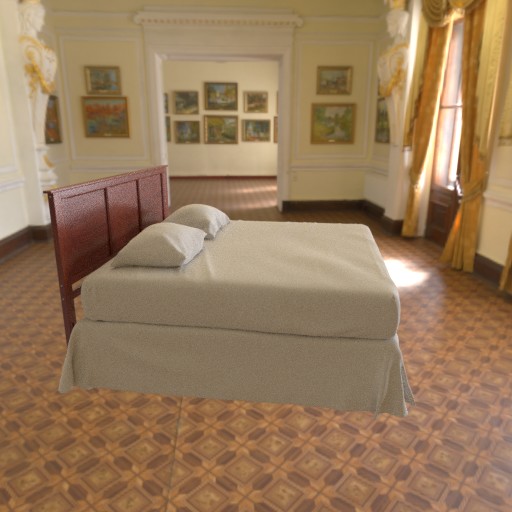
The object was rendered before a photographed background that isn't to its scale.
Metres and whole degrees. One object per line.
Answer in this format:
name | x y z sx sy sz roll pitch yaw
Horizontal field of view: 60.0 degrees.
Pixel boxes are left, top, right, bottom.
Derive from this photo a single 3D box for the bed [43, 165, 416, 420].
bed | 0.000 0.000 3.569 2.219 1.271 2.314 2 16 8
